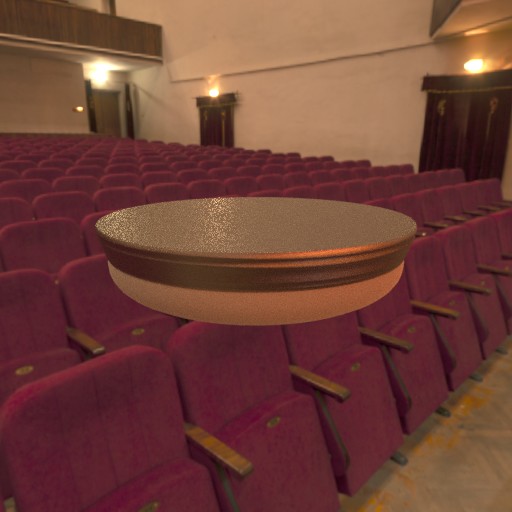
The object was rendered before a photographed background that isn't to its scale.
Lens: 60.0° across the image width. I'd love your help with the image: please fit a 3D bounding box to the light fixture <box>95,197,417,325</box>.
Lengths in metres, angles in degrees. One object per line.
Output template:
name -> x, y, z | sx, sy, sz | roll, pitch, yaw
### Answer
light fixture -> 0.000, 0.000, 0.547 | 0.368, 0.100, 0.368 | 0, 15, 0
